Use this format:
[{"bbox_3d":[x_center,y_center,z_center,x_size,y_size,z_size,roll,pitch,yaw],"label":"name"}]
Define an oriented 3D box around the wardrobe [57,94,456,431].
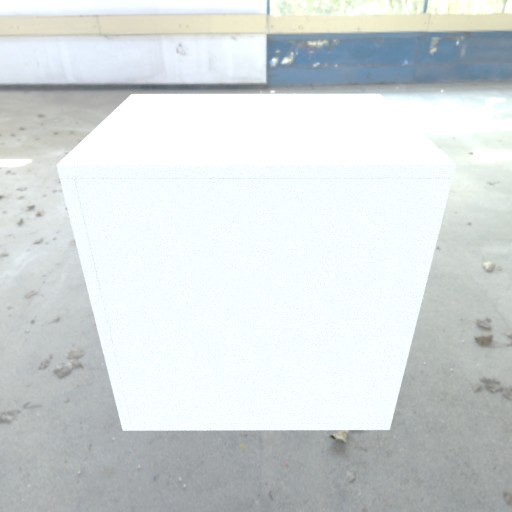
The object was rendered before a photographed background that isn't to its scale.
[{"bbox_3d":[0.000,0.000,0.861,0.500,0.520,0.400,0,32,0],"label":"wardrobe"}]
